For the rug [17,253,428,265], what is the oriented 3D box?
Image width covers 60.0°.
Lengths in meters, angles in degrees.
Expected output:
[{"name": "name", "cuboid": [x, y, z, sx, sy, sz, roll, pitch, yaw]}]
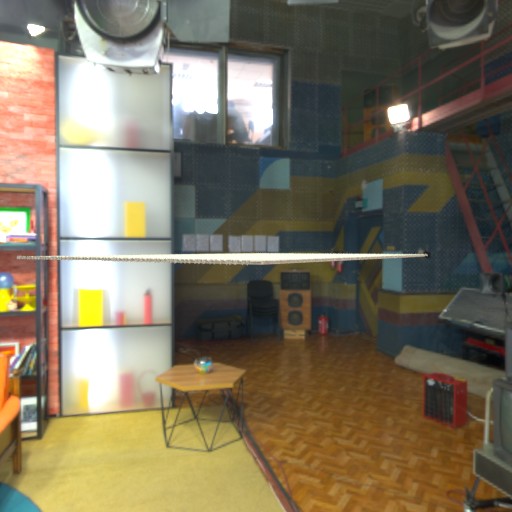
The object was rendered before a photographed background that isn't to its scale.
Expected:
[{"name": "rug", "cuboid": [0.000, 0.000, 2.235, 1.223, 0.015, 1.771, 1, 1, 35]}]
